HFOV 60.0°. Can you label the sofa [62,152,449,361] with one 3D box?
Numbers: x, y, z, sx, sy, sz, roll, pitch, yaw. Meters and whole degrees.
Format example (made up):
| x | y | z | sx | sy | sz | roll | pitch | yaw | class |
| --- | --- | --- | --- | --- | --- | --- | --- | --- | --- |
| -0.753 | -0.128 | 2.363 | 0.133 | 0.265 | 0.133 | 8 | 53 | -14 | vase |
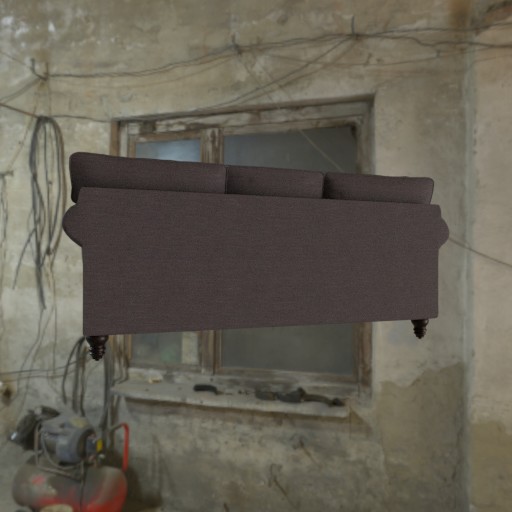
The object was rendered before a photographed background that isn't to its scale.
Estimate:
| x | y | z | sx | sy | sz | roll | pitch | yaw | class |
| --- | --- | --- | --- | --- | --- | --- | --- | --- | --- |
| 0.000 | 0.000 | 2.650 | 2.084 | 0.966 | 0.909 | 0 | -1 | -19 | sofa |
